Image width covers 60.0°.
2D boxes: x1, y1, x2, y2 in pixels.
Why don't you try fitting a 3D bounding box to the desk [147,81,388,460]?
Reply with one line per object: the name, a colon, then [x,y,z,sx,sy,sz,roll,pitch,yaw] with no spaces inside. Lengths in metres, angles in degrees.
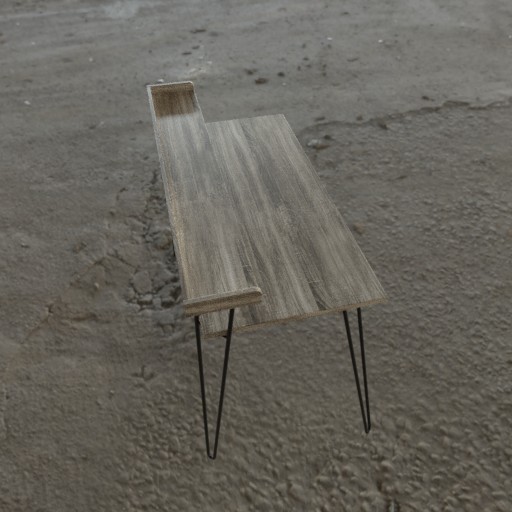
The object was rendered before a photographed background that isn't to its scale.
desk: [0.000,0.000,1.639,0.605,0.899,1.135,-10,47,-10]
